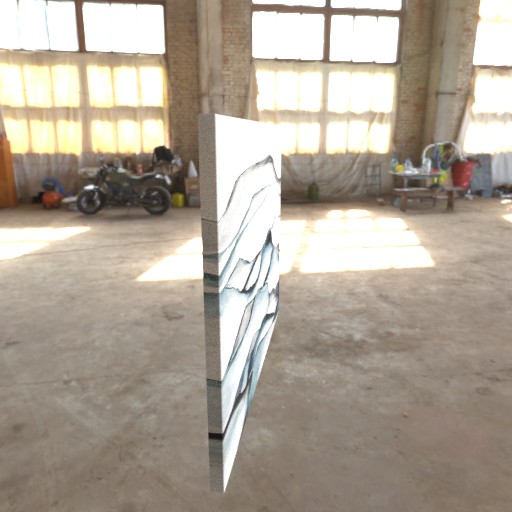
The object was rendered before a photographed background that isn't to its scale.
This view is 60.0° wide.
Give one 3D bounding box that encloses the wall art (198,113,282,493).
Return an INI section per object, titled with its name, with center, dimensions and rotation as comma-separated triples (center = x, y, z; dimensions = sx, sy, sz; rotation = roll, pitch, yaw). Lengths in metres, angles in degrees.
[wall art]
center = 0.000, 0.000, 1.581
dimensions = 0.039, 0.915, 1.219
rotation = 2, 15, 9
